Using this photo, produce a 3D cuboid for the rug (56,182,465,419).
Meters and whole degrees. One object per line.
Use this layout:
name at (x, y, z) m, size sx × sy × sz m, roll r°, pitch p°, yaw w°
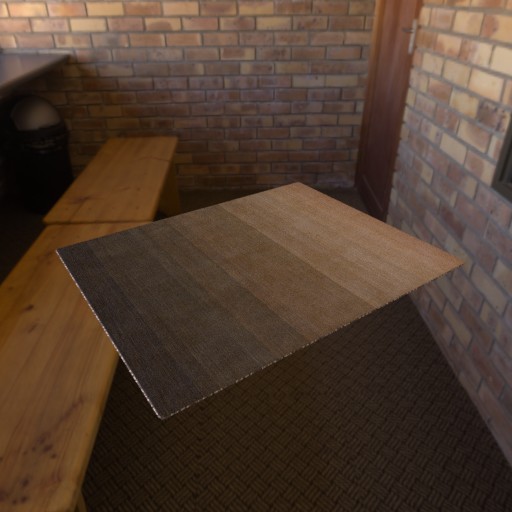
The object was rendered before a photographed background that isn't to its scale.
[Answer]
rug at (0.000, 0.000, 3.980) m, size 2.902 × 0.017 × 2.305 m, roll -20°, pitch 36°, yaw -29°
